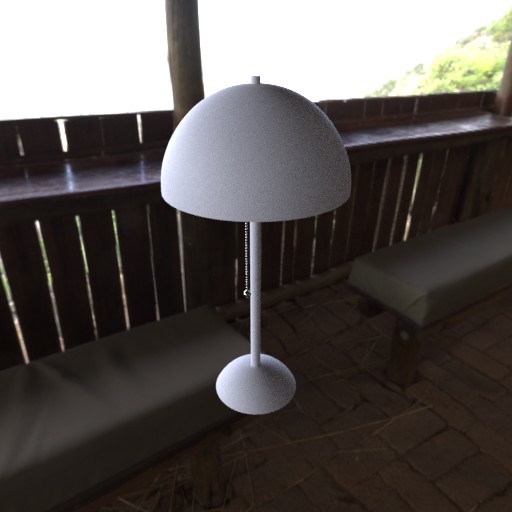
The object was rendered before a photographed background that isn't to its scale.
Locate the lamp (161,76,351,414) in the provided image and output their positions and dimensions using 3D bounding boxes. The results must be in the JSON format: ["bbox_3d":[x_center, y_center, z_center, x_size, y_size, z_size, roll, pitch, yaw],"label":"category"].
[{"bbox_3d":[0.000,0.000,0.438,0.171,0.330,0.171,0,26,0],"label":"lamp"}]
